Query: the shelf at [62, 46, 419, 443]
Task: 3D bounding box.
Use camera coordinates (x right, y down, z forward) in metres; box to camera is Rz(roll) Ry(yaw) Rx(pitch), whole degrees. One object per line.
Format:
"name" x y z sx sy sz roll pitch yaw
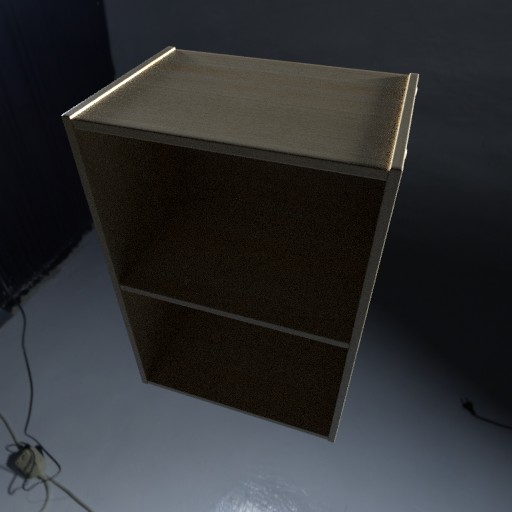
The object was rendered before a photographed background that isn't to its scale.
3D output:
"shelf" 0.000 0.000 0.797 0.414 0.592 0.290 13 43 14
